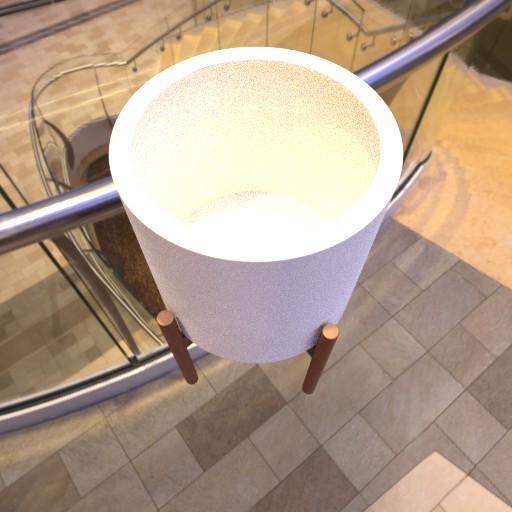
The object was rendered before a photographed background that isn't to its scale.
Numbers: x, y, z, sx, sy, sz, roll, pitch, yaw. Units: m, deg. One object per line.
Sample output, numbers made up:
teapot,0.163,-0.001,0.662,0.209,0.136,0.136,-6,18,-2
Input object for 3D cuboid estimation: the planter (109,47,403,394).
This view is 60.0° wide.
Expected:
planter,0.000,0.000,0.923,0.417,0.670,0.417,5,59,3
